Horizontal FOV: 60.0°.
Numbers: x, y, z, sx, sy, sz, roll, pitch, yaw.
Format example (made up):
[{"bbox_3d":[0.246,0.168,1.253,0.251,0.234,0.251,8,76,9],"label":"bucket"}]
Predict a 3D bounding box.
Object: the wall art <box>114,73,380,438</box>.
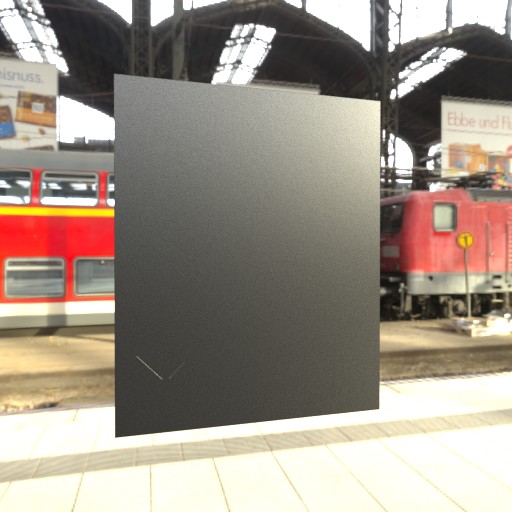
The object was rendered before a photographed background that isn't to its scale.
[{"bbox_3d":[0.000,0.000,0.752,0.457,0.557,0.028,0,1,-16],"label":"wall art"}]
